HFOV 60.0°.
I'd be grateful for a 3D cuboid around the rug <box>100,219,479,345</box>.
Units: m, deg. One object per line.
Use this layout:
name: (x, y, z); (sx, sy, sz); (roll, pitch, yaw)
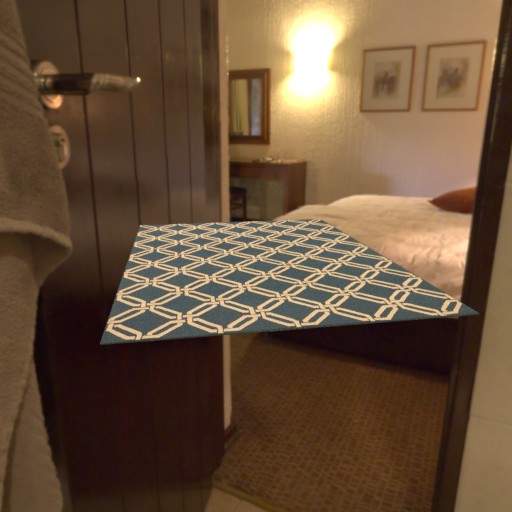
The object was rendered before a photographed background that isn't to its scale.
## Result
rug: (0.000, 0.000, 4.332); (2.432, 0.018, 3.342); (-3, 16, -10)
